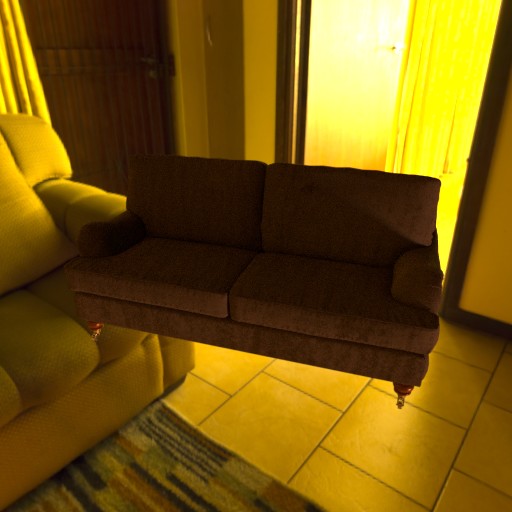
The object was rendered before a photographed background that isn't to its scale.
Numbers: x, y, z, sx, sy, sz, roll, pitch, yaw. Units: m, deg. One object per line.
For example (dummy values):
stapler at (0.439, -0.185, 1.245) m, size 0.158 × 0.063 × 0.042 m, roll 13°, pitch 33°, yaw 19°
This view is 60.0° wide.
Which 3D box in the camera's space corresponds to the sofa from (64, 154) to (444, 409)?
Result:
sofa at (0.000, 0.000, 2.807) m, size 2.165 × 1.087 × 1.086 m, roll 8°, pitch 26°, yaw 16°
